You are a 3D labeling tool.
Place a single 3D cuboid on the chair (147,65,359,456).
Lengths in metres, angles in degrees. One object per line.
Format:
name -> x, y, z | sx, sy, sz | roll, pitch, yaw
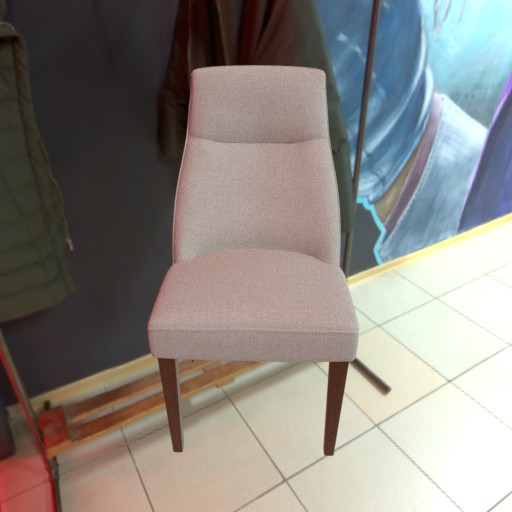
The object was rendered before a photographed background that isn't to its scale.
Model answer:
chair -> 0.000, 0.000, 1.264 | 0.500, 0.930, 0.620 | 1, 32, 1
